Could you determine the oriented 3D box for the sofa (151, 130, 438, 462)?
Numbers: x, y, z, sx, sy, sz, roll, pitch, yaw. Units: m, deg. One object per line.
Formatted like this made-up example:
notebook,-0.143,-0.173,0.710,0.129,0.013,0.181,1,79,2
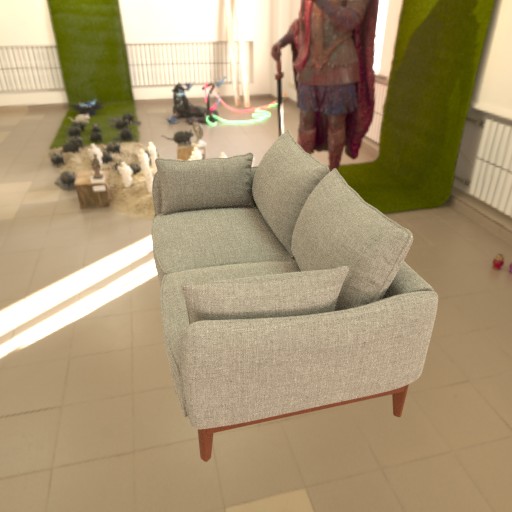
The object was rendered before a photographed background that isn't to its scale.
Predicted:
sofa,0.000,0.000,2.171,0.972,0.851,1.580,-7,31,-13
